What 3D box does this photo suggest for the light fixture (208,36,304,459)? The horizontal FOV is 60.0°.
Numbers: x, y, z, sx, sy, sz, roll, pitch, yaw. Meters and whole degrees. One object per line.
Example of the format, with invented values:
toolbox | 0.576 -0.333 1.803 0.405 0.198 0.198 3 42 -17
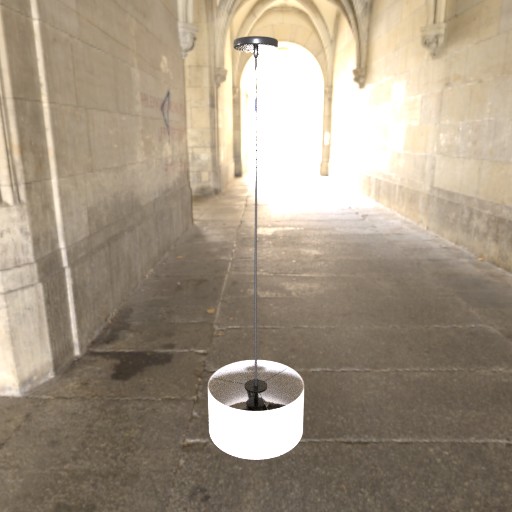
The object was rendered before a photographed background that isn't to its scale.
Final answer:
light fixture | 0.000 0.000 1.705 0.399 1.516 0.399 0 15 0
